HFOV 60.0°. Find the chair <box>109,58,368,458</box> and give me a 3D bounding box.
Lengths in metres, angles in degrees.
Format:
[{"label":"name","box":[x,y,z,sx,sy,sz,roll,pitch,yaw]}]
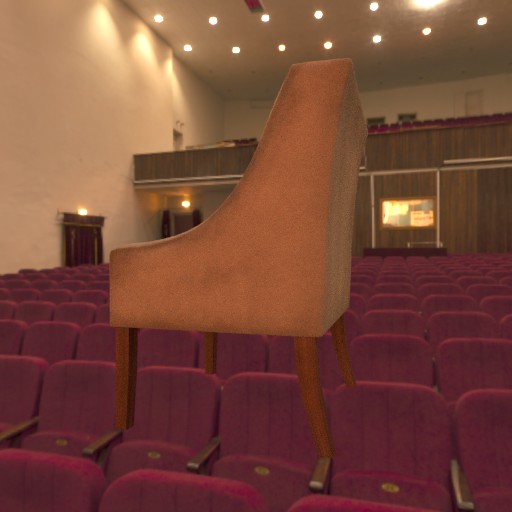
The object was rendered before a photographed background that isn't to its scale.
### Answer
[{"label":"chair","box":[0.000,0.000,1.347,0.629,0.895,0.629,0,0,18]}]
